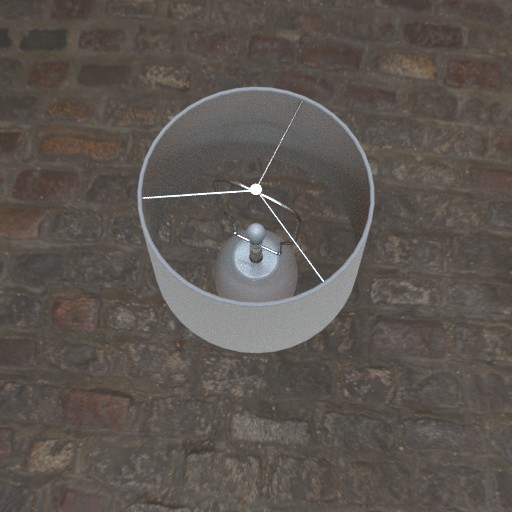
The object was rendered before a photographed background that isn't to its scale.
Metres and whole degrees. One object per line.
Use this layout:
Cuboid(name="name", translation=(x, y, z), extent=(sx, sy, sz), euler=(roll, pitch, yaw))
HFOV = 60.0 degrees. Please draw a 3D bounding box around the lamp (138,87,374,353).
Cuboid(name="lamp", translation=(0.000, 0.000, 0.655), extent=(0.285, 0.483, 0.285), euler=(0, 75, 0))
